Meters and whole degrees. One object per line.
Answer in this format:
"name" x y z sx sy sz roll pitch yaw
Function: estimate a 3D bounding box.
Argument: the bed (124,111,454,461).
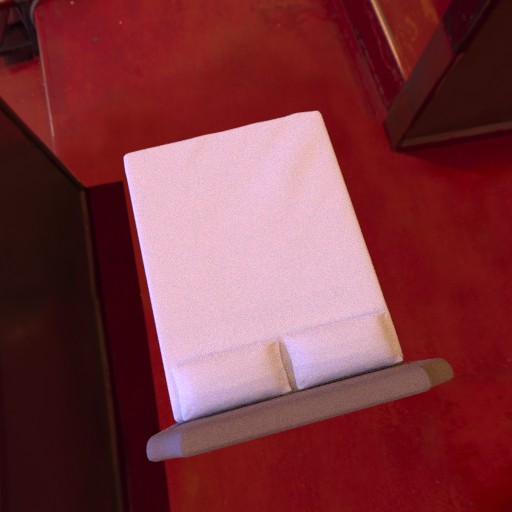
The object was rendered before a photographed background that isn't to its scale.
"bed" 0.000 0.000 3.031 1.693 1.290 2.116 -14 75 -4
